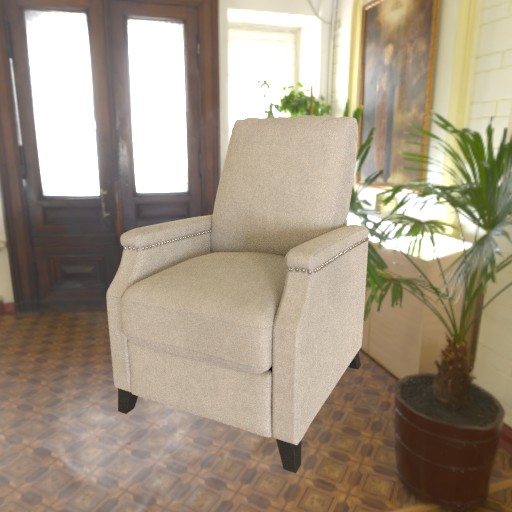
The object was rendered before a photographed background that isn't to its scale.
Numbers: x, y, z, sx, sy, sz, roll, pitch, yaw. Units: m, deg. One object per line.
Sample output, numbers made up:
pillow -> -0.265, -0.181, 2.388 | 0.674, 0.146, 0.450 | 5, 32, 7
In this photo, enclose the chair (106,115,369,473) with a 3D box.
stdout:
chair -> 0.000, 0.000, 1.674 | 0.710, 1.049, 0.922 | 7, 15, 26
